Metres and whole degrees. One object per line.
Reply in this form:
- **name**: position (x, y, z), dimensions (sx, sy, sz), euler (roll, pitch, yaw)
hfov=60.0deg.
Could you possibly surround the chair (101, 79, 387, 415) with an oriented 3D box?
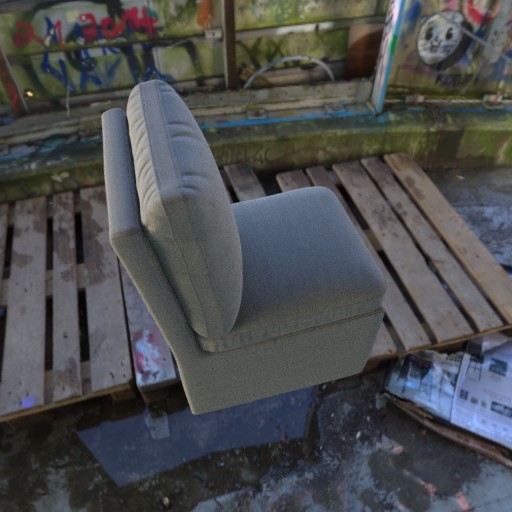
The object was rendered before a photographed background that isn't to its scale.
- **chair**: position (0.000, 0.000, 1.323), dimensions (0.698, 0.927, 0.503), euler (-11, 49, -10)
